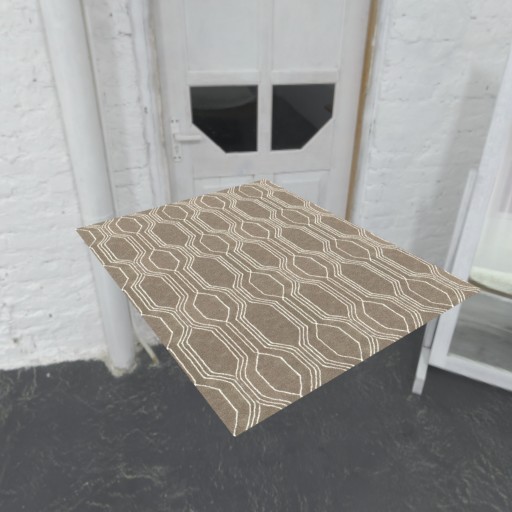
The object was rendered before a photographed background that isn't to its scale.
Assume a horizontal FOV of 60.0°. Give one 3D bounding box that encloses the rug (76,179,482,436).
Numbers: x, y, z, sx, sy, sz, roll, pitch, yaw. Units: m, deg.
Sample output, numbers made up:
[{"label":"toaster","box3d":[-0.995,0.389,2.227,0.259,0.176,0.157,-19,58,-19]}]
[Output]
[{"label":"rug","box3d":[0.000,0.000,4.163,2.457,0.012,3.062,-20,37,-30]}]
